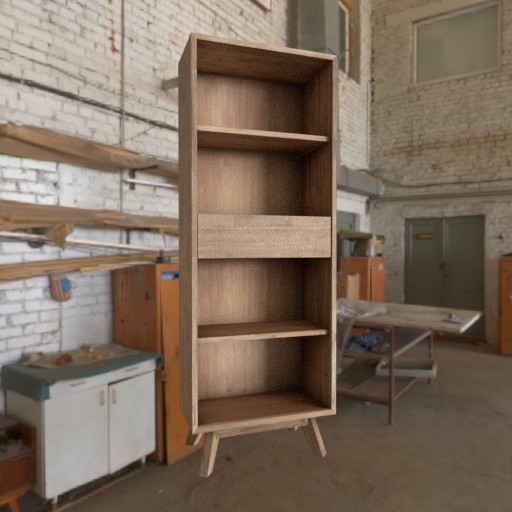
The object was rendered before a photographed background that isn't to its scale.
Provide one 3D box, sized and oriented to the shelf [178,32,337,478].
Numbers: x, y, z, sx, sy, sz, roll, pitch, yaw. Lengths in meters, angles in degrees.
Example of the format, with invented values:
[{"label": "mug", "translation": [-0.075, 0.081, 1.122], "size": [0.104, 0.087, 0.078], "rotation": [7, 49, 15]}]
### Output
[{"label": "shelf", "translation": [0.000, 0.000, 1.527], "size": [0.491, 1.342, 0.267], "rotation": [0, 1, -19]}]
